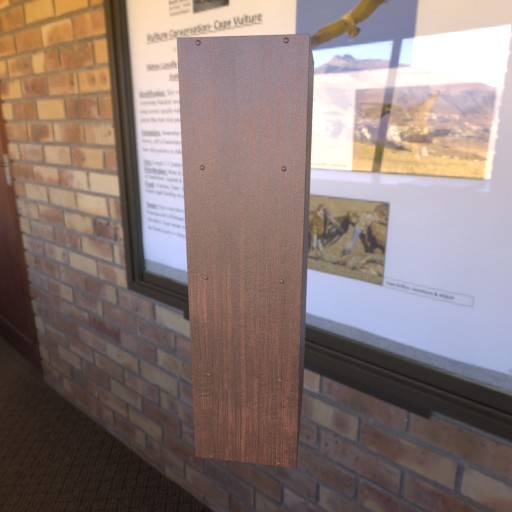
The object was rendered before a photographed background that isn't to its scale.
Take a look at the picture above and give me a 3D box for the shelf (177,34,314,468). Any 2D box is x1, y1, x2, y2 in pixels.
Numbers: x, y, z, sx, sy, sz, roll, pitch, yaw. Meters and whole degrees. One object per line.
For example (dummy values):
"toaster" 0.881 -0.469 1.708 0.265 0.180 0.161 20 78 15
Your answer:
"shelf" 0.000 0.000 1.297 0.290 1.099 0.415 2 16 8
